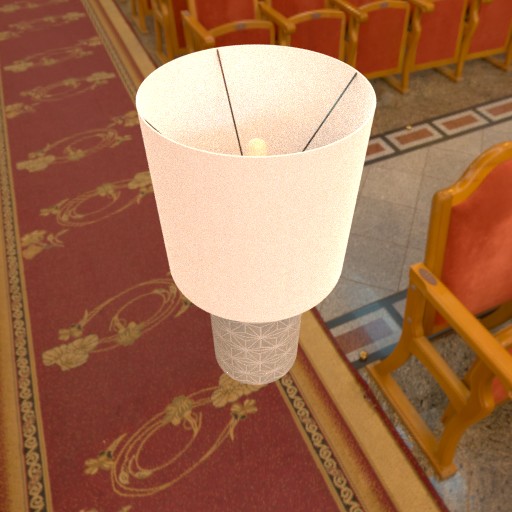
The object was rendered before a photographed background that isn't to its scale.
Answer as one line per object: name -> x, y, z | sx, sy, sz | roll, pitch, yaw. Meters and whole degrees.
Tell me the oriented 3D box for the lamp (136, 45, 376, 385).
lamp -> 0.000, 0.000, 0.536 | 0.206, 0.416, 0.206 | -17, 48, -16
